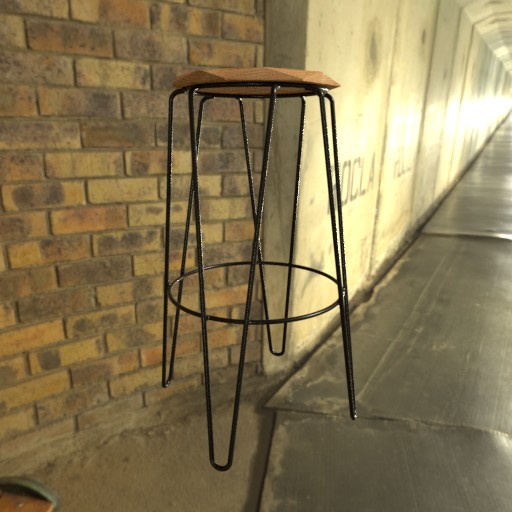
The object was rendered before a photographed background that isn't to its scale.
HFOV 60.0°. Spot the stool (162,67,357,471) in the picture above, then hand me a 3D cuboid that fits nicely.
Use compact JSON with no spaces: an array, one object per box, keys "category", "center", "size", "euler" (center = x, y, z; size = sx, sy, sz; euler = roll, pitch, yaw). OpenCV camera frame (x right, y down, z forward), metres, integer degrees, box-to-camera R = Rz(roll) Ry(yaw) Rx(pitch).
[{"category":"stool","center":[0.000,0.000,0.813],"size":[0.326,0.610,0.326],"euler":[-8,18,-27]}]
